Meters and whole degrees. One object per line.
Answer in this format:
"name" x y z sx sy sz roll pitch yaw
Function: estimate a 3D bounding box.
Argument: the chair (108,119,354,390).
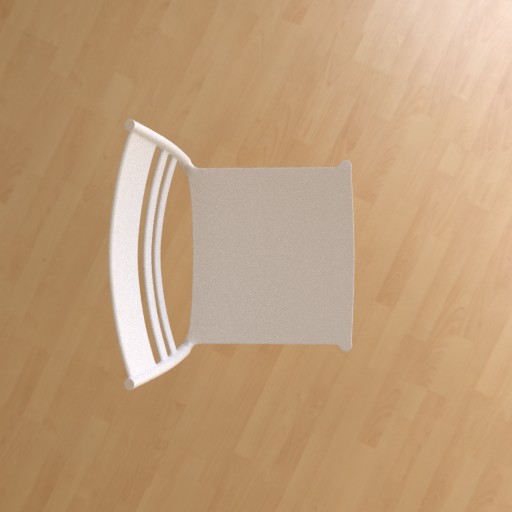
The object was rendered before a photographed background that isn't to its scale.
"chair" 0.000 0.000 1.161 0.511 0.800 0.531 0 90 1
